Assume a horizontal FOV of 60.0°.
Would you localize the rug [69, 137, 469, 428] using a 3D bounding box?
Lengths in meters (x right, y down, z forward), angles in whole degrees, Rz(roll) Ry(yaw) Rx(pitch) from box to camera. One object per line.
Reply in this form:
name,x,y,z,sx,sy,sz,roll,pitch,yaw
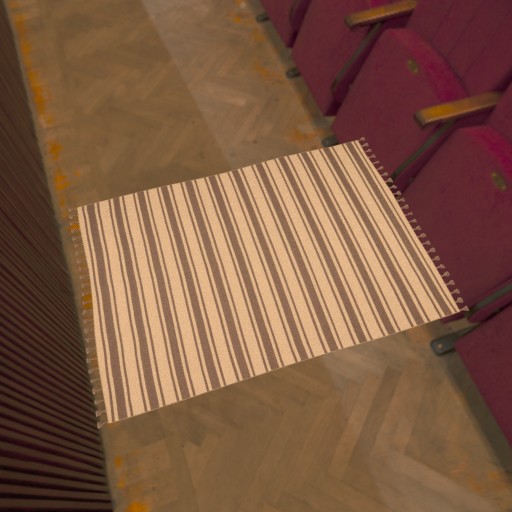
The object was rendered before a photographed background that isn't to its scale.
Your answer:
rug,0.000,0.000,3.866,3.040,0.017,2.030,-15,61,-9
